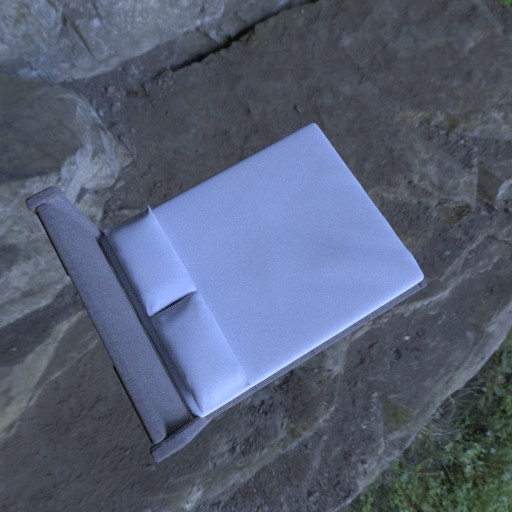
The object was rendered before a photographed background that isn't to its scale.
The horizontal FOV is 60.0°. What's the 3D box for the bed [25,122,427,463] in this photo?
[{"bbox_3d":[0.000,0.000,3.329,2.245,1.476,1.714,-30,77,-8],"label":"bed"}]
